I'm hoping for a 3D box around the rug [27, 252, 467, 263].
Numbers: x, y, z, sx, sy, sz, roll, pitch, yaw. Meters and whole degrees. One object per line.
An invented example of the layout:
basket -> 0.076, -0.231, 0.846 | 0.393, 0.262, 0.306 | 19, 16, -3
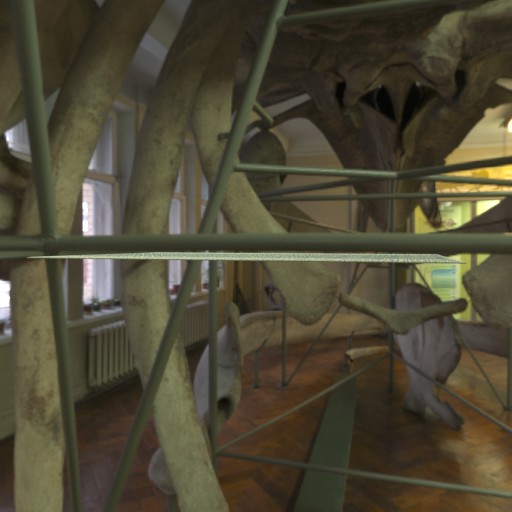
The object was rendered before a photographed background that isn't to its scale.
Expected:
rug -> 0.000, 0.000, 3.062 | 2.448, 0.008, 1.541 | 1, 2, 18
